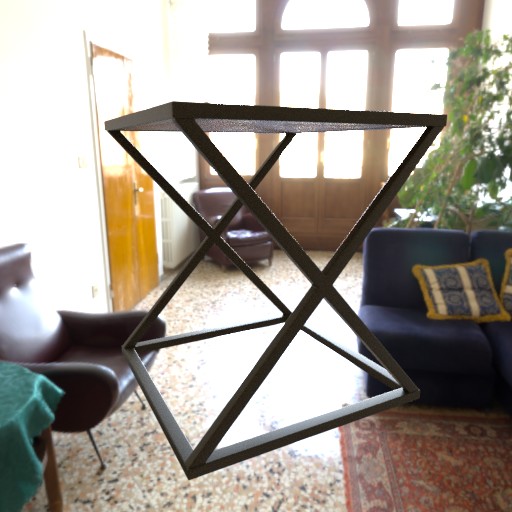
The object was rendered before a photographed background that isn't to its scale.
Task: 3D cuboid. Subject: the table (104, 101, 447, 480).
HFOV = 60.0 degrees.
[{"bbox_3d":[0.000,0.000,0.948,0.500,0.565,0.500,-7,15,-27],"label":"table"}]
